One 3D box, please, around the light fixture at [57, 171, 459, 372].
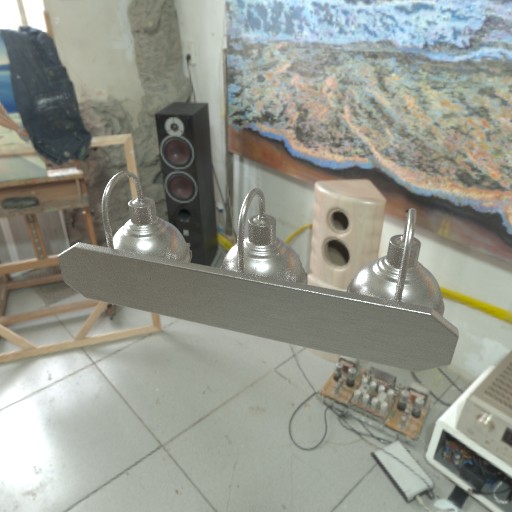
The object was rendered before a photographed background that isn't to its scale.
[{"bbox_3d":[0.000,0.000,0.757,0.634,0.254,0.229,10,32,16],"label":"light fixture"}]
